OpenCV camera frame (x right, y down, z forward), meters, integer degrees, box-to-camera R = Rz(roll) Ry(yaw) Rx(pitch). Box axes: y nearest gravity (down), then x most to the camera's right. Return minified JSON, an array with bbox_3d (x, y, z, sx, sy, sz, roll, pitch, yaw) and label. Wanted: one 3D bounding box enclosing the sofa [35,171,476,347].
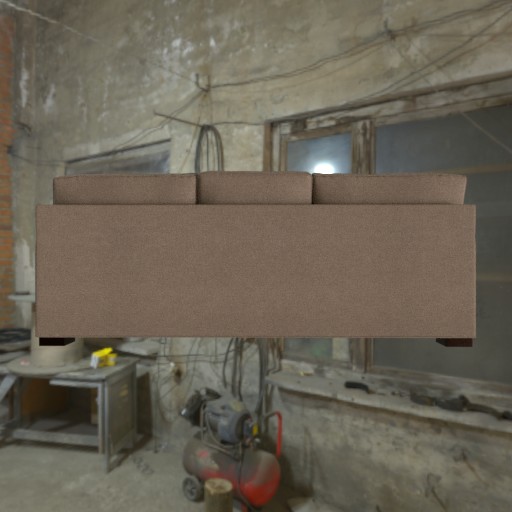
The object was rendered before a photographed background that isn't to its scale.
[{"bbox_3d":[0.000,0.000,2.827,2.087,0.861,1.496,0,0,1],"label":"sofa"}]
